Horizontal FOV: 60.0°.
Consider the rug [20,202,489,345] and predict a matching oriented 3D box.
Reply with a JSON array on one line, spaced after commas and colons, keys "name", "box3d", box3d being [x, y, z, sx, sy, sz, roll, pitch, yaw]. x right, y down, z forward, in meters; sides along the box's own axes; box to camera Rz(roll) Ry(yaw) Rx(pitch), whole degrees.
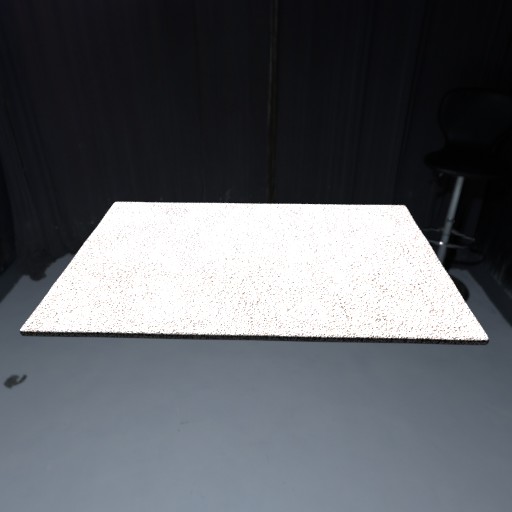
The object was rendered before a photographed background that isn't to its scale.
[{"name": "rug", "box3d": [0.000, 0.000, 2.191, 1.778, 0.030, 1.219, 1, 31, 1]}]
